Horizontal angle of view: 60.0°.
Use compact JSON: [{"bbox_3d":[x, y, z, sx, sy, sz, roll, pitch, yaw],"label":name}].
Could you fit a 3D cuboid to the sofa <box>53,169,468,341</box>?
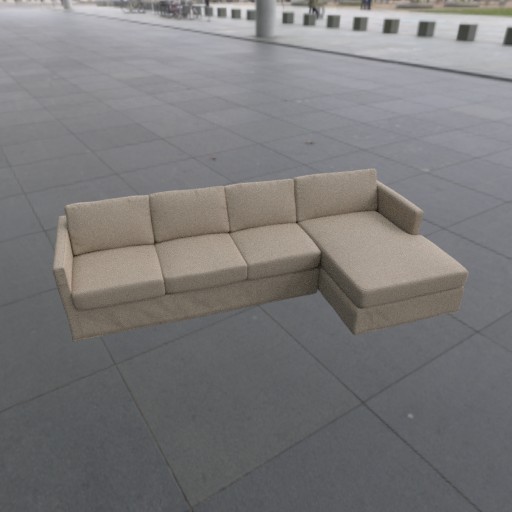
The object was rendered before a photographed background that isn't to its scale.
[{"bbox_3d":[0.000,0.000,3.839,3.177,0.867,1.622,-10,32,-16],"label":"sofa"}]
